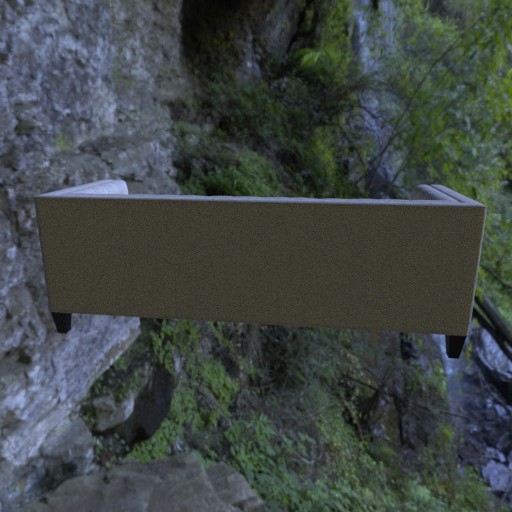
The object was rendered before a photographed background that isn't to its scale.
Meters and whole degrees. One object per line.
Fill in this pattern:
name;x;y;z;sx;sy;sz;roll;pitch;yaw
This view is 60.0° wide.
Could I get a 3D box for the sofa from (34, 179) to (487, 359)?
sofa;0.000;0.000;2.547;2.159;0.762;0.775;2;16;8
